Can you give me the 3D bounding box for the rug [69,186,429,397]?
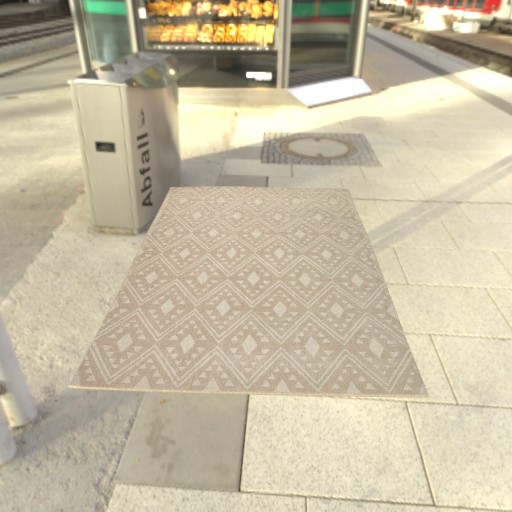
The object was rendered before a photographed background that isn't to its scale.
[{"bbox_3d":[0.000,0.000,2.308,1.252,0.034,1.829,1,31,1],"label":"rug"}]
